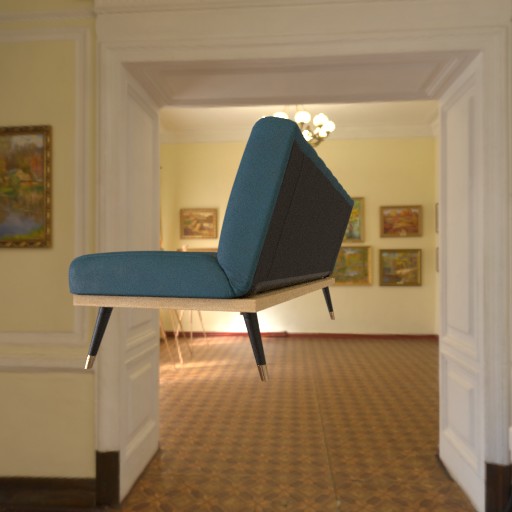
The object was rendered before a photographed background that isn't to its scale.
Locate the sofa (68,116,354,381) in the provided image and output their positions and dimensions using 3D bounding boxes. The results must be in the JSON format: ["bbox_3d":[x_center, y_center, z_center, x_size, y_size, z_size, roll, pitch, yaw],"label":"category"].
[{"bbox_3d":[0.000,0.000,2.276,0.830,0.825,1.810,0,-1,18],"label":"sofa"}]
